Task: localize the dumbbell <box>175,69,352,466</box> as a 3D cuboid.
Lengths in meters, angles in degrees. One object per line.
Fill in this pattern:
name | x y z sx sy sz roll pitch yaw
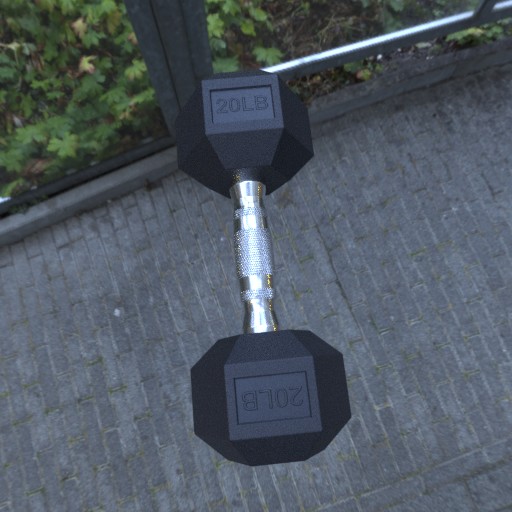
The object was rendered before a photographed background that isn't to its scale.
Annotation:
dumbbell | 0.000 0.000 0.325 0.106 0.092 0.272 -5 76 -1
